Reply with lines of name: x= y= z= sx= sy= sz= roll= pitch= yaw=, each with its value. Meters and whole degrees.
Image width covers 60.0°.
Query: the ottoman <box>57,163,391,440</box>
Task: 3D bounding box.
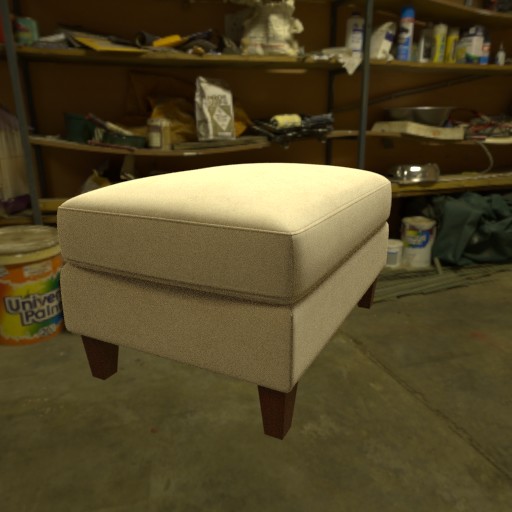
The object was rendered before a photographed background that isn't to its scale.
ottoman: x=0.000 y=0.000 z=1.238 sx=0.584 sy=0.483 sz=0.864 roll=8 pitch=18 yaw=26
